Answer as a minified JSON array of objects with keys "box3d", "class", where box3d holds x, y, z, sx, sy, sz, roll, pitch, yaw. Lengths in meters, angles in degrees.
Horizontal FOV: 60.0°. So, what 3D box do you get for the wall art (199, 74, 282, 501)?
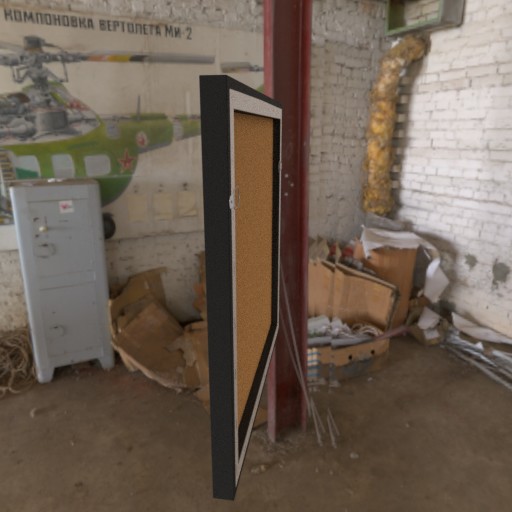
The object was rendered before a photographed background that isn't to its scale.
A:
[{"box3d":[0.000,0.000,1.105,0.044,0.758,0.758,3,16,9],"class":"wall art"}]
